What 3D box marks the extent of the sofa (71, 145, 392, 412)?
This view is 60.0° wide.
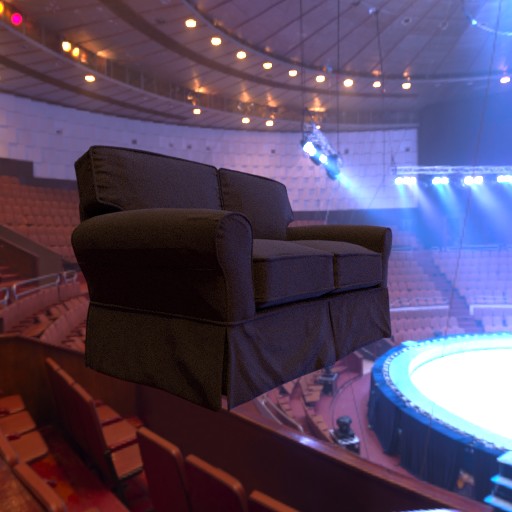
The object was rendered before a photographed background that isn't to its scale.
[{"bbox_3d":[0.000,0.000,2.461,0.997,1.059,1.801,1,1,36],"label":"sofa"}]
